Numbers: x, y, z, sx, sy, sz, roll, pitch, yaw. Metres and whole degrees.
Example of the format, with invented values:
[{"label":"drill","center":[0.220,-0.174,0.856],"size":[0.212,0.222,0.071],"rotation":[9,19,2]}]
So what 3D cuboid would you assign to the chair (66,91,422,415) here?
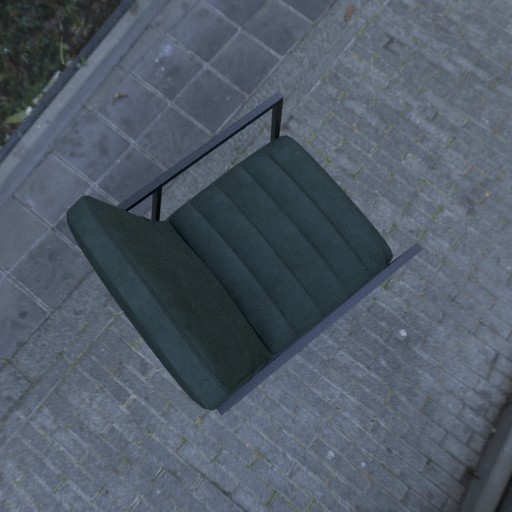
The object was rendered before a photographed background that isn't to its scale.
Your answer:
[{"label":"chair","center":[0.000,0.000,1.311],"size":[0.677,0.833,0.571],"rotation":[-37,79,-8]}]
